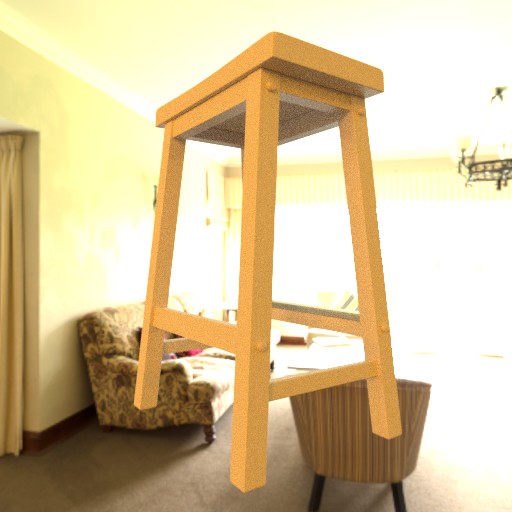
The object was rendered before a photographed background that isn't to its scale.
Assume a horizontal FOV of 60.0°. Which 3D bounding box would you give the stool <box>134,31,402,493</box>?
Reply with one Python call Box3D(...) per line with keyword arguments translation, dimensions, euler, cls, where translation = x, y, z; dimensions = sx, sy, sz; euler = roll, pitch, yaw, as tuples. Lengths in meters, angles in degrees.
Box3D(translation=(0.000, 0.000, 0.825), dimensions=(0.322, 0.610, 0.406), euler=(0, 0, -35), cls="stool")
